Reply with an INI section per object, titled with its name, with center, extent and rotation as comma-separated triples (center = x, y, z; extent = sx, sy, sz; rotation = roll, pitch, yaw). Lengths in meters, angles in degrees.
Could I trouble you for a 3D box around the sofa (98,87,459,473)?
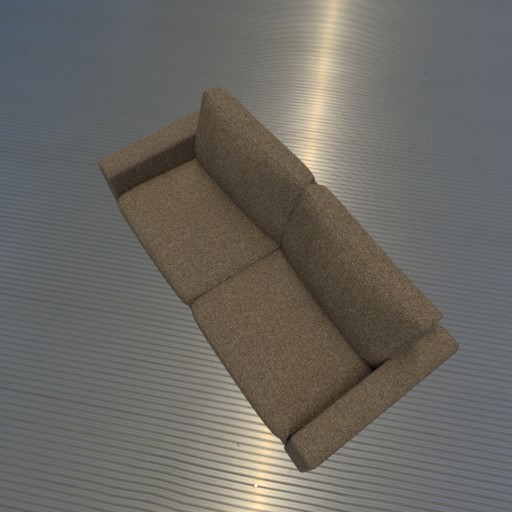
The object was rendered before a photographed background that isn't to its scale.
[sofa]
center = 0.000, 0.000, 2.636
extent = 1.016, 0.873, 2.179
rotation = -32, 67, -15
